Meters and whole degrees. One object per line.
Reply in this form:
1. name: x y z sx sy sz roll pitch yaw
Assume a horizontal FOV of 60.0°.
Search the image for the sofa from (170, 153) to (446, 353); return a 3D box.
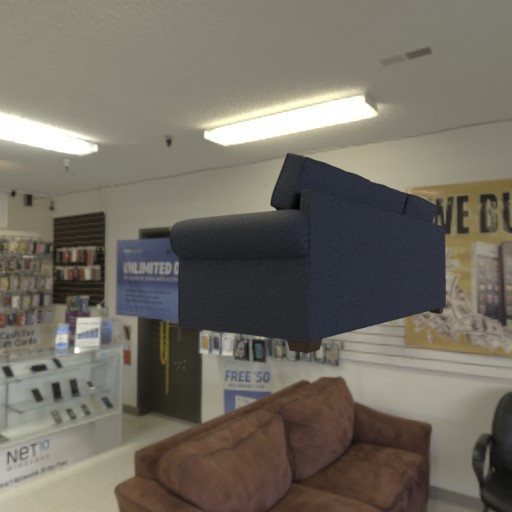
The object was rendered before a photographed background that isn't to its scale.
1. sofa: 0.000 0.000 3.850 2.487 1.042 2.562 -1 -2 37
